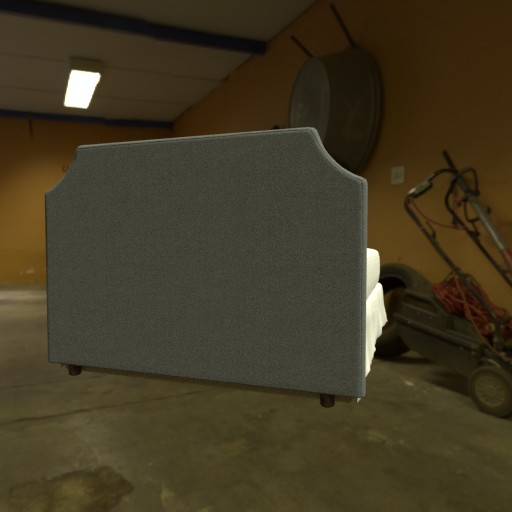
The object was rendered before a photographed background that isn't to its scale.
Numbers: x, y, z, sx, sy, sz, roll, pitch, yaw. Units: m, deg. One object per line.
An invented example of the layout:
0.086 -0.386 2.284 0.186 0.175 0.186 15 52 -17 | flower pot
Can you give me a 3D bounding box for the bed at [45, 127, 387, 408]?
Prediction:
0.000 0.000 3.314 1.811 1.296 2.259 1 3 19 | bed
